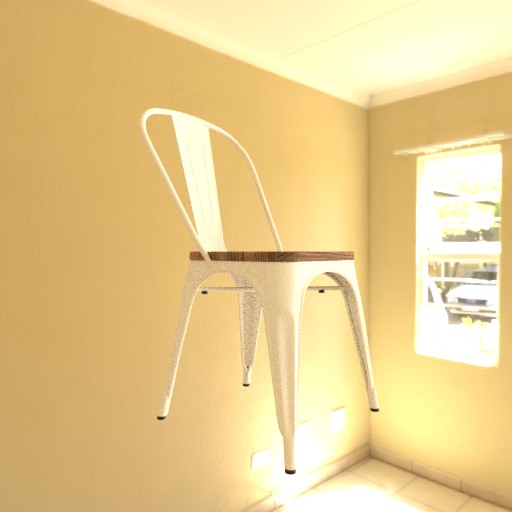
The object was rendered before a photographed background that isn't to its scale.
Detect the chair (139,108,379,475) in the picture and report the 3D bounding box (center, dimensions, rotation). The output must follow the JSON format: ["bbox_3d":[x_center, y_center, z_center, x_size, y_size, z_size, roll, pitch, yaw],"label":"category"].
[{"bbox_3d":[0.000,0.000,1.196,0.521,0.851,0.452,0,1,37],"label":"chair"}]
